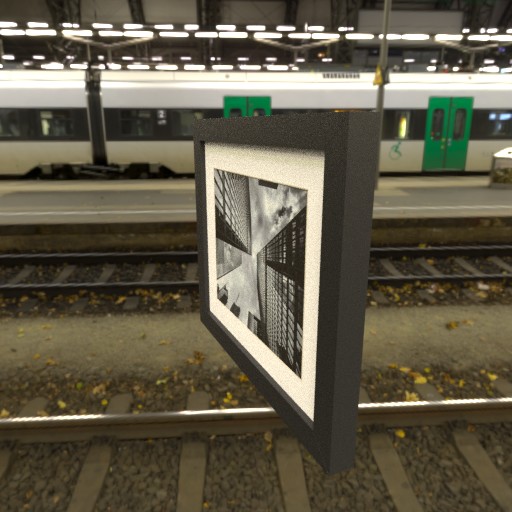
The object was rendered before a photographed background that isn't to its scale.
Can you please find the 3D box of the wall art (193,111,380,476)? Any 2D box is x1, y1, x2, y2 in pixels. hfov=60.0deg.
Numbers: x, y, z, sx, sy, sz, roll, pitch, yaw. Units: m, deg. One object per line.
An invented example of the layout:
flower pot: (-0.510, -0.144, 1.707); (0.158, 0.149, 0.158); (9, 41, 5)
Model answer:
wall art: (0.000, 0.000, 0.536); (0.028, 0.321, 0.381); (-7, 18, -24)
